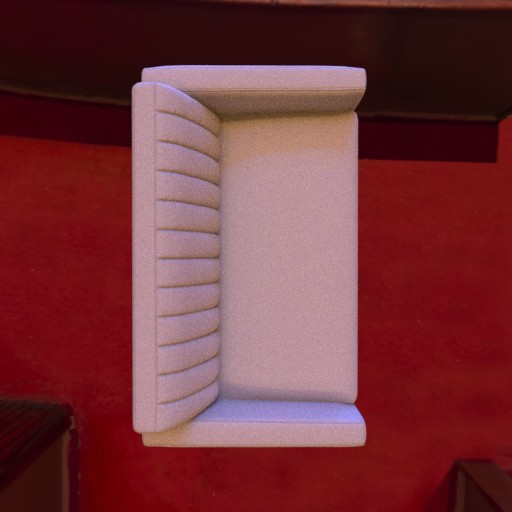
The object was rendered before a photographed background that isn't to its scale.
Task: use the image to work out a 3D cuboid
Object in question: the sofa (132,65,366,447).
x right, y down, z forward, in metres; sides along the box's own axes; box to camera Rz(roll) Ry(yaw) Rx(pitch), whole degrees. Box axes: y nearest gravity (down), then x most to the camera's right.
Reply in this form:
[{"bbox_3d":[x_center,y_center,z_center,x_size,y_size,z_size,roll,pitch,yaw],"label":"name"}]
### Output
[{"bbox_3d":[0.000,0.000,2.071,0.950,0.801,1.585,0,91,0],"label":"sofa"}]
